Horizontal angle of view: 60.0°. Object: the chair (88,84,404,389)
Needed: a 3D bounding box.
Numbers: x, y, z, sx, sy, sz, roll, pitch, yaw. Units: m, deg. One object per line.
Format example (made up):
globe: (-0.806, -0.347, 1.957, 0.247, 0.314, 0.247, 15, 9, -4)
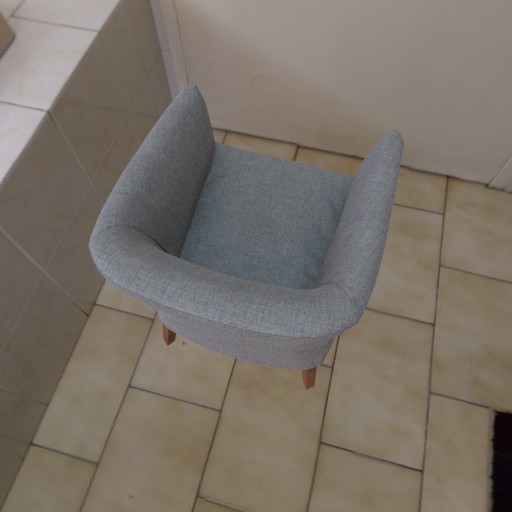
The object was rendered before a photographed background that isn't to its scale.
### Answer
chair: (0.000, 0.000, 1.261, 0.600, 0.771, 0.668, 15, 64, 8)
